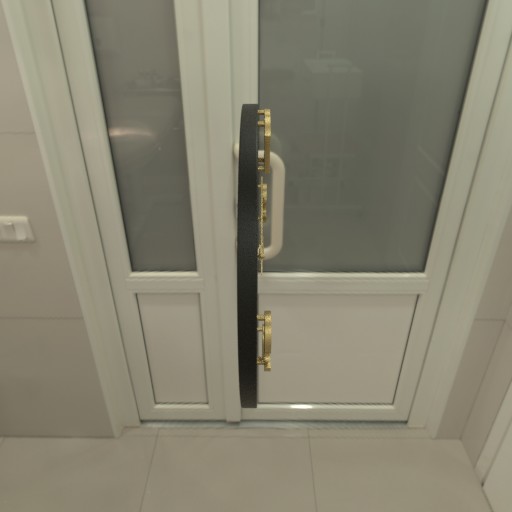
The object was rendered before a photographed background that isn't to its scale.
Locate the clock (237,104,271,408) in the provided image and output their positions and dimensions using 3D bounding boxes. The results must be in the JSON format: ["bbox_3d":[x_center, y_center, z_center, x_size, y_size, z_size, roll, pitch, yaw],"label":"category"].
[{"bbox_3d":[0.000,0.000,0.699,0.038,0.454,0.454,0,31,0],"label":"clock"}]
